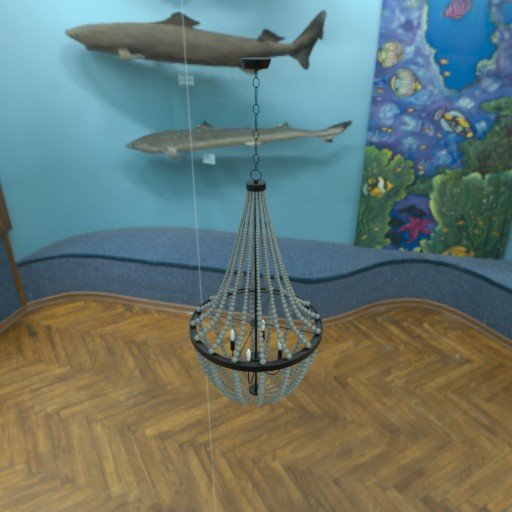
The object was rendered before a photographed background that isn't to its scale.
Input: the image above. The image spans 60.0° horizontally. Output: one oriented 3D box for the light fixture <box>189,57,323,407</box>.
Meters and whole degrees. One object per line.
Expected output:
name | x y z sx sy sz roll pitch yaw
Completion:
light fixture | 0.000 0.000 1.389 0.450 1.133 0.450 0 27 0
